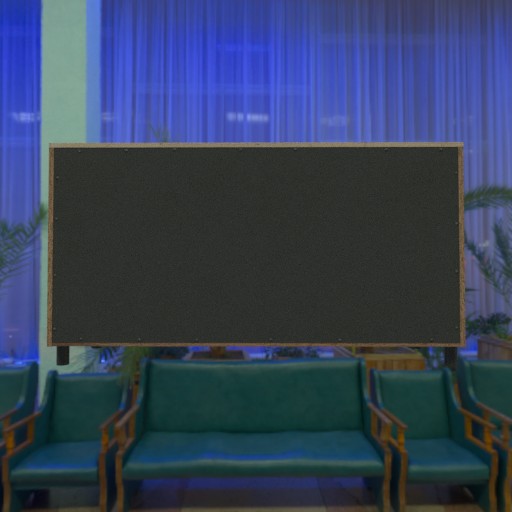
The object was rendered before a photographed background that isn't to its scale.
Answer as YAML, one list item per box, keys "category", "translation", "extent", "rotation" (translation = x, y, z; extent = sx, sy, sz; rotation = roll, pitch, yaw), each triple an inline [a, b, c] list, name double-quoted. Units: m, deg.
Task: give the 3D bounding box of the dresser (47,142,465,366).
- category: "dresser"
  translation: [0.000, 0.000, 1.886]
  extent: [1.547, 0.834, 0.487]
  rotation: [0, -1, 0]
